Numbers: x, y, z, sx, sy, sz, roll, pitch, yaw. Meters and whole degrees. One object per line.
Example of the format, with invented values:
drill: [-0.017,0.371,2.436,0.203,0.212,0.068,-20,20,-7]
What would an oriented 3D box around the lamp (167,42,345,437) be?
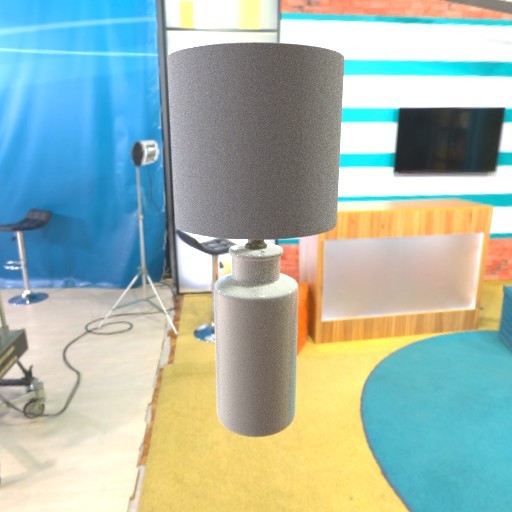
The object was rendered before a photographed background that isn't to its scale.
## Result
lamp: [0.000,0.000,0.602,0.212,0.493,0.212,14,21,43]
